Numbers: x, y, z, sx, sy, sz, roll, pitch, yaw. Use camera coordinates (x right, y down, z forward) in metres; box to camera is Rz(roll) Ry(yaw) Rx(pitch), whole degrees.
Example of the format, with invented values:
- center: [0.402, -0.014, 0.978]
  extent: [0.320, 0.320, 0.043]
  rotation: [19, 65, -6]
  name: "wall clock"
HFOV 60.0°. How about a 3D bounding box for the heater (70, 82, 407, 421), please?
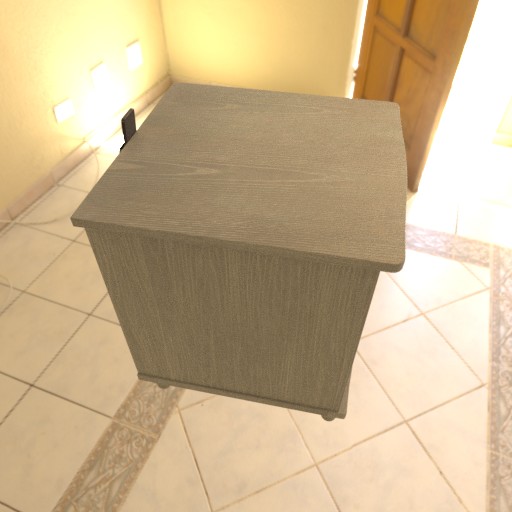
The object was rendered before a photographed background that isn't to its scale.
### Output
- center: [0.000, 0.000, 0.749]
  extent: [0.400, 0.481, 0.362]
  rotation: [8, 46, 8]
  name: "heater"
